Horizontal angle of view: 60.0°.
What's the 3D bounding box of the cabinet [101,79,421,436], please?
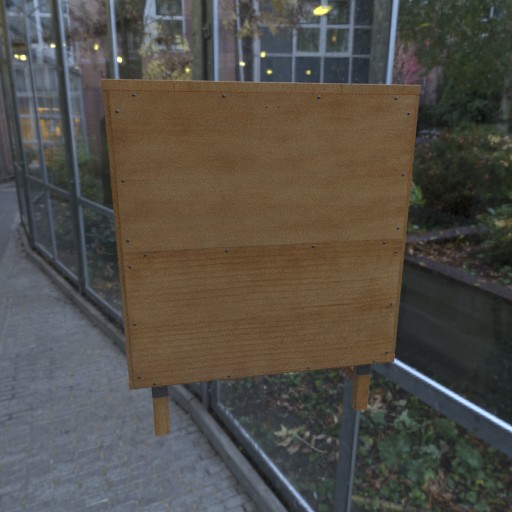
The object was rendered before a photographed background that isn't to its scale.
[{"bbox_3d":[0.000,0.000,1.416,0.800,1.001,0.419,-3,16,-11],"label":"cabinet"}]
